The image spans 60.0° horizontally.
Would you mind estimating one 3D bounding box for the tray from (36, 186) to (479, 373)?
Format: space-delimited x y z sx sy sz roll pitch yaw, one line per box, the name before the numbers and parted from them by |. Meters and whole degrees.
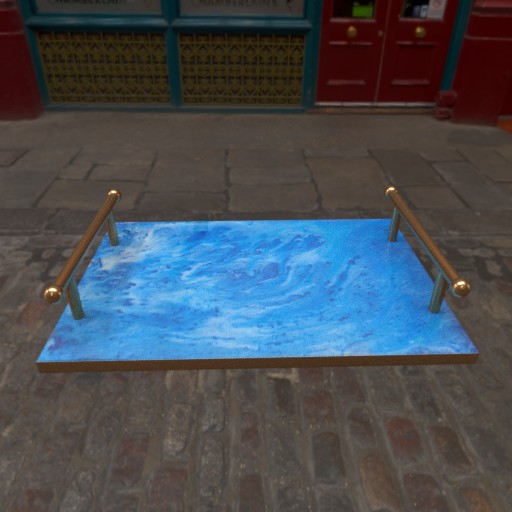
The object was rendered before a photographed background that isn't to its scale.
tray | 0.000 0.000 0.557 0.444 0.084 0.304 -1 31 -1
